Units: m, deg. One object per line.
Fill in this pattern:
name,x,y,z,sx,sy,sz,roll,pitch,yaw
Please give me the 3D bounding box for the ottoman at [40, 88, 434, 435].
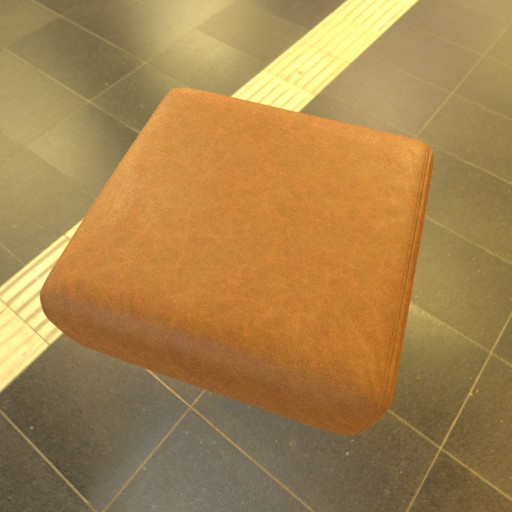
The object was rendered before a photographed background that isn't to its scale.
ottoman,0.000,0.000,1.026,0.650,0.399,0.650,16,60,9
